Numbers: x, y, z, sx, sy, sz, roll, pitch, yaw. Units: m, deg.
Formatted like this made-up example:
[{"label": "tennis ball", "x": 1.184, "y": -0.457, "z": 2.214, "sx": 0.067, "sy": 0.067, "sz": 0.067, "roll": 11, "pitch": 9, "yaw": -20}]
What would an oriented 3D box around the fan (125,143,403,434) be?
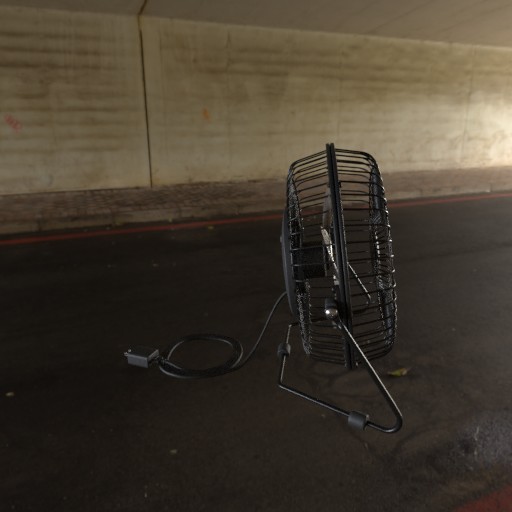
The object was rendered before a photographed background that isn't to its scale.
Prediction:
[{"label": "fan", "x": 0.000, "y": 0.000, "z": 0.377, "sx": 0.227, "sy": 0.188, "sz": 0.209, "roll": 2, "pitch": 17, "yaw": 8}]
